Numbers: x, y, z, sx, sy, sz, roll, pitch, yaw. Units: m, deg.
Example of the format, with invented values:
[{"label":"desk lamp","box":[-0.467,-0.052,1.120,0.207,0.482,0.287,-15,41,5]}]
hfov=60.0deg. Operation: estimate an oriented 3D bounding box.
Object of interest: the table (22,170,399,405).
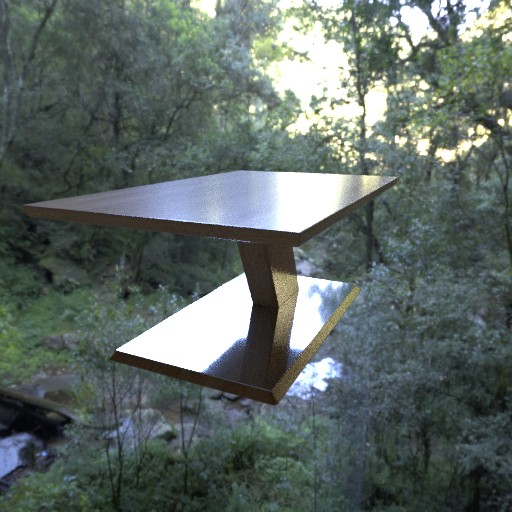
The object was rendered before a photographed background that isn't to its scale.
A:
[{"label":"table","box":[0.000,0.000,1.431,0.692,0.441,1.100,7,17,25]}]
